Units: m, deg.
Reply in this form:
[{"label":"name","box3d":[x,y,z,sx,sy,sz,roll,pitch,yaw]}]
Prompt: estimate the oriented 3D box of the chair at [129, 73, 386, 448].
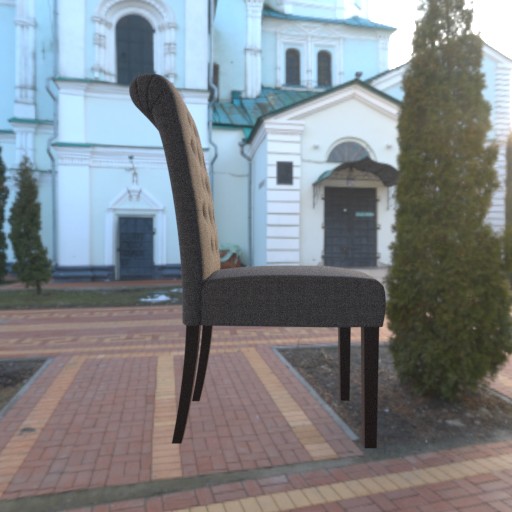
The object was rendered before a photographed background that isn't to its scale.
[{"label":"chair","box3d":[0.000,0.000,1.363,0.671,1.006,0.456,0,1,1]}]
